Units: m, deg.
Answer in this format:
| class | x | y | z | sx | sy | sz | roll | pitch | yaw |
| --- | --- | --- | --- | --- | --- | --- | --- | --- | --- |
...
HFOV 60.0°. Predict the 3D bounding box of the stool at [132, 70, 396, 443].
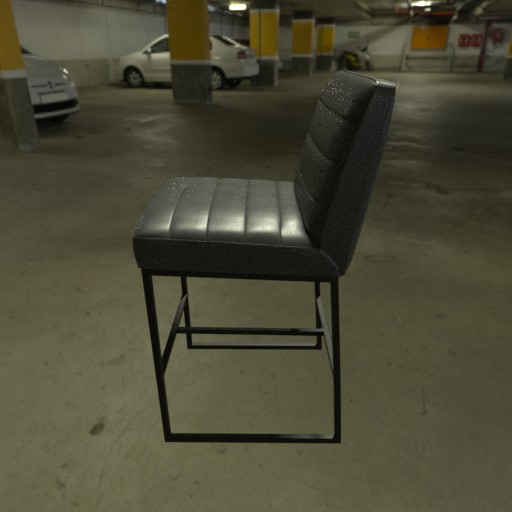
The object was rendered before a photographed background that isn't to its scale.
| class | x | y | z | sx | sy | sz | roll | pitch | yaw |
| --- | --- | --- | --- | --- | --- | --- | --- | --- | --- |
| stool | 0.000 | 0.000 | 1.225 | 0.552 | 0.938 | 0.457 | 0 | 25 | 0 |
